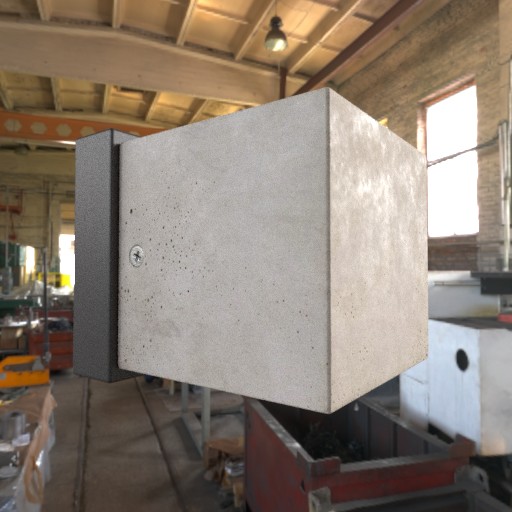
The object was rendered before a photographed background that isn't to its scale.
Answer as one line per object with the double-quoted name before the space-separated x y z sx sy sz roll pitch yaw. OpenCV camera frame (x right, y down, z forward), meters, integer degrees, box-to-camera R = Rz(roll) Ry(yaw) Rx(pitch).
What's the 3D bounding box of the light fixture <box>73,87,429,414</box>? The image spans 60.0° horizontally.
"light fixture" 0.000 0.000 0.232 0.143 0.121 0.121 -1 -2 37
